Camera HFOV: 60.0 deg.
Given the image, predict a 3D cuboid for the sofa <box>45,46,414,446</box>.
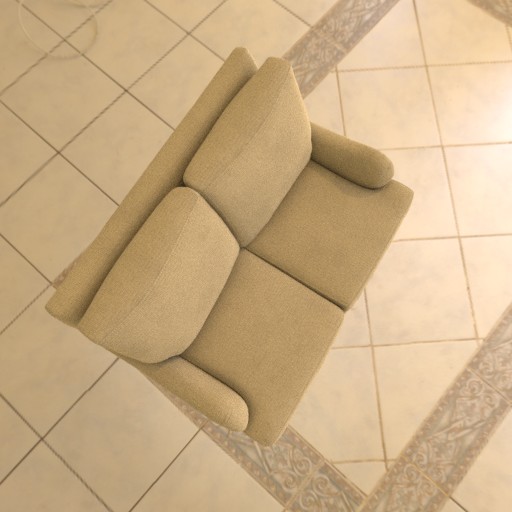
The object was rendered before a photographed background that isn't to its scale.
[{"bbox_3d":[0.000,0.000,2.184,1.087,0.999,1.480,31,78,7],"label":"sofa"}]
